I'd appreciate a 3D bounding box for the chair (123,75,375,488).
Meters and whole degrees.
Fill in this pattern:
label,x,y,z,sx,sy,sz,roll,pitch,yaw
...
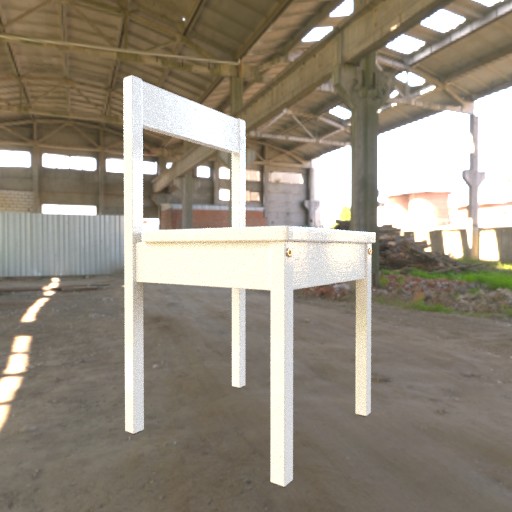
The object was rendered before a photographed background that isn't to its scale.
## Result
label,x,y,z,sx,sy,sz,roll,pitch,yaw
chair,0.000,0.000,0.878,0.361,0.668,0.367,1,1,35
